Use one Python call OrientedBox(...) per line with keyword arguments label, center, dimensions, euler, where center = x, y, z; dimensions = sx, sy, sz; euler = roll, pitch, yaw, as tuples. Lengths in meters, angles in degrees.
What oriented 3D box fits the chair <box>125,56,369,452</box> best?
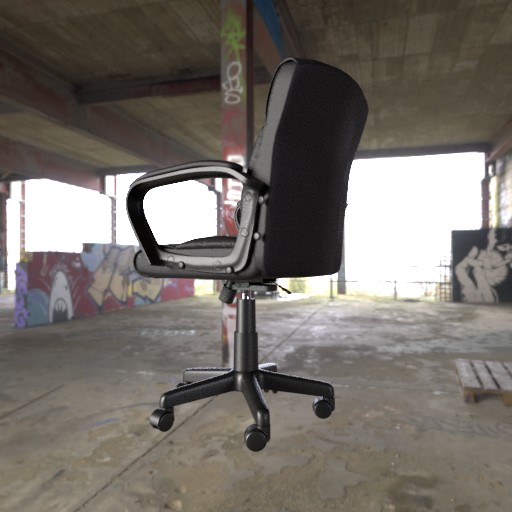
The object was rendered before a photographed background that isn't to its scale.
OrientedBox(label="chair", center=(0.000, 0.000, 1.380), dimensions=(0.641, 0.998, 0.576), euler=(0, 0, 36))
